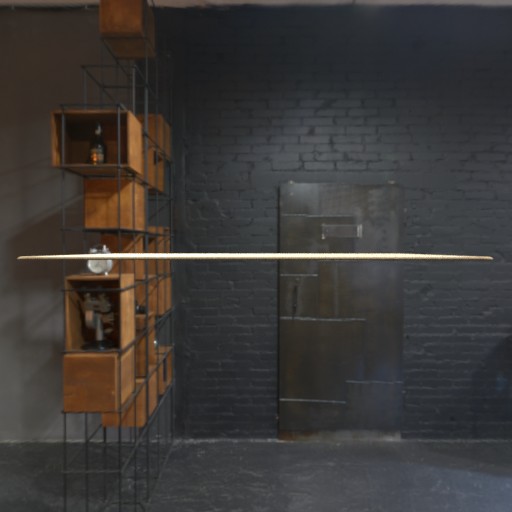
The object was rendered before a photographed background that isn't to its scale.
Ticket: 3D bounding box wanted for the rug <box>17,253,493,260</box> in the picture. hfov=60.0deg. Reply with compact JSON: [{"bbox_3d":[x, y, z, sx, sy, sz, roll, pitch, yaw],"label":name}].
[{"bbox_3d":[0.000,0.000,2.074,1.667,0.013,1.062,0,1,2],"label":"rug"}]
